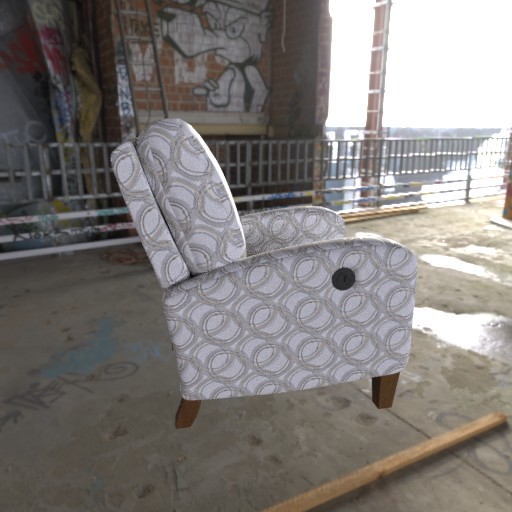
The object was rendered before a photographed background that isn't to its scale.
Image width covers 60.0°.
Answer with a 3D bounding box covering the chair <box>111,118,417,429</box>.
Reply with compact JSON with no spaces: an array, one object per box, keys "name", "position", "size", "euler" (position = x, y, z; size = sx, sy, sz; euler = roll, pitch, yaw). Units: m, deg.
[{"name":"chair","position":[0.000,0.000,1.798],"size":[0.995,1.065,0.796],"euler":[-3,17,-11]}]
